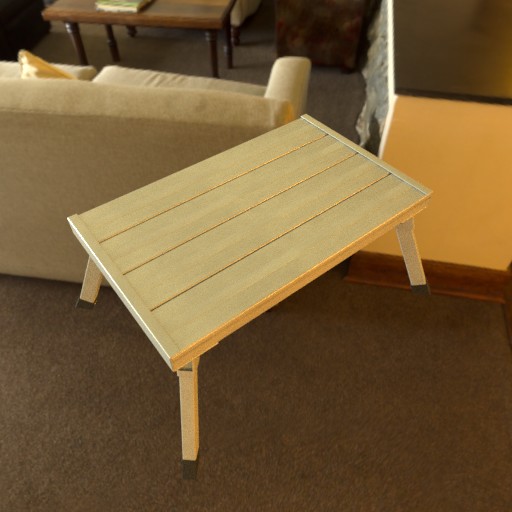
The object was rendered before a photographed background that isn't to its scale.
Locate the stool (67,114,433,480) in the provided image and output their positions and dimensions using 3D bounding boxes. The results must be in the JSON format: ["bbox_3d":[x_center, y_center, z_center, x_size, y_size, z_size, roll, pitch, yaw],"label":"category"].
[{"bbox_3d":[0.000,0.000,0.725,0.535,0.225,0.385,-30,54,-25],"label":"stool"}]
